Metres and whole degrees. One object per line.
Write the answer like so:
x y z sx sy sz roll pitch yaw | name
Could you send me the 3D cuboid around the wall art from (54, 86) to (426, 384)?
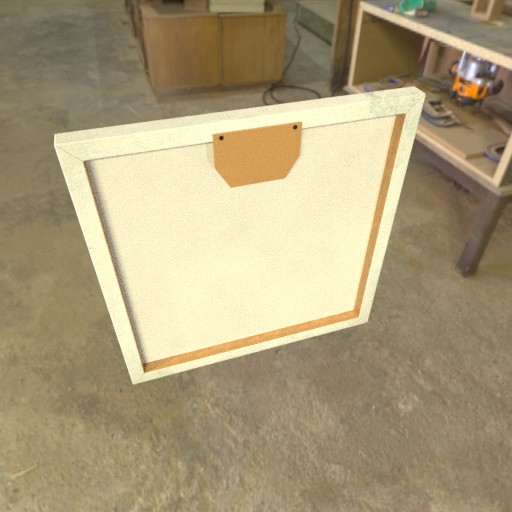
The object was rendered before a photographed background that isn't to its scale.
0.000 0.000 0.902 0.605 0.605 0.044 -12 43 -13 | wall art
